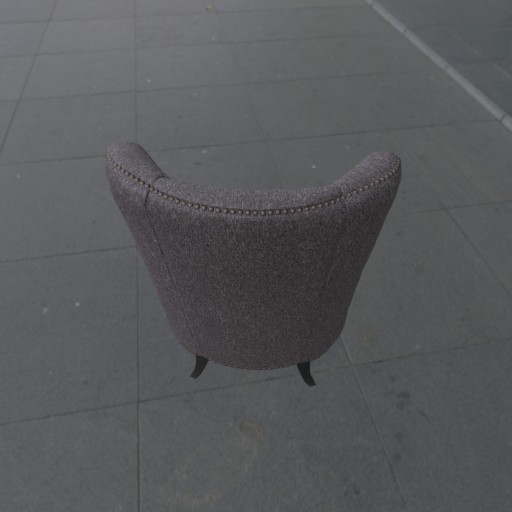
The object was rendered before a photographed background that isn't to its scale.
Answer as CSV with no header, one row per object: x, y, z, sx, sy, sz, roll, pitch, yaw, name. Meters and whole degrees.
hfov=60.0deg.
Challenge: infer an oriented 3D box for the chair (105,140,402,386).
0.000,0.000,1.564,0.759,1.060,0.758,3,46,3,chair
